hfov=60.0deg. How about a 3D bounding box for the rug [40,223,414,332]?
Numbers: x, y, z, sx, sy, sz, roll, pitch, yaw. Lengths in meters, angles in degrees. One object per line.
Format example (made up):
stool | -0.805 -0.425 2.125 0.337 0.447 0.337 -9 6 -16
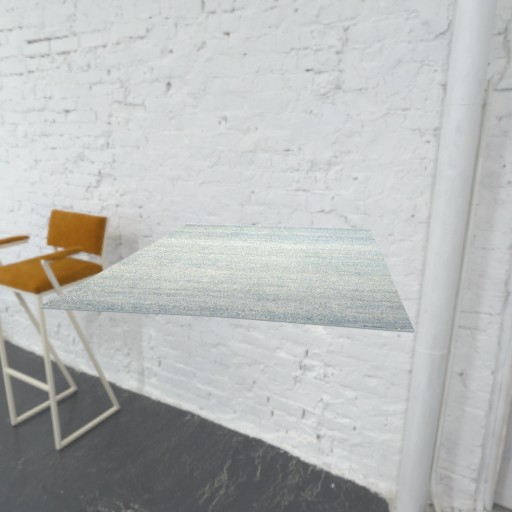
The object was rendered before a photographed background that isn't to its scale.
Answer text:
rug | 0.000 0.000 4.369 2.461 0.046 3.237 2 15 9
